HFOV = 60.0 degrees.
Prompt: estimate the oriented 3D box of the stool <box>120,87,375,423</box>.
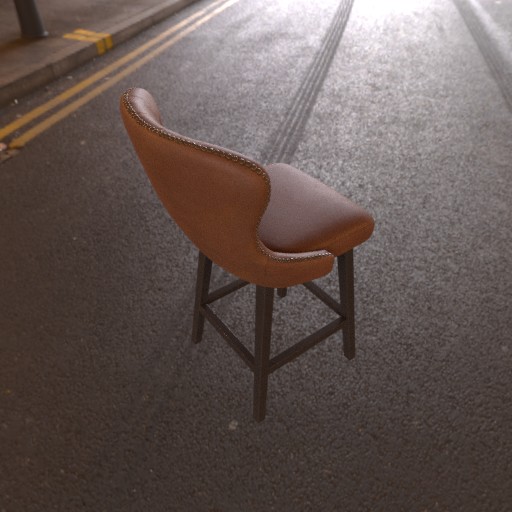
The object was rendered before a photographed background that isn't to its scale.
[{"bbox_3d":[0.000,0.000,1.315,0.593,0.971,0.528,-25,46,-27],"label":"stool"}]
